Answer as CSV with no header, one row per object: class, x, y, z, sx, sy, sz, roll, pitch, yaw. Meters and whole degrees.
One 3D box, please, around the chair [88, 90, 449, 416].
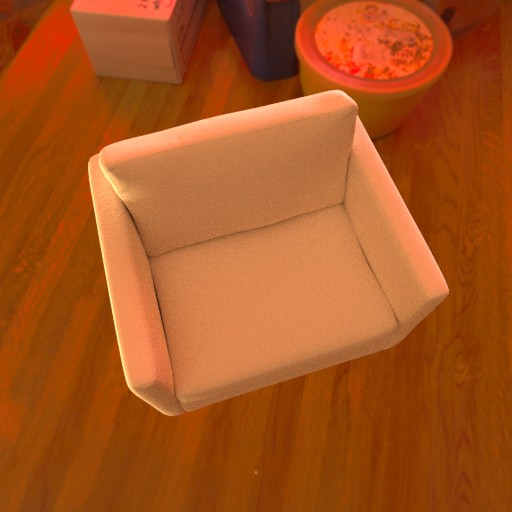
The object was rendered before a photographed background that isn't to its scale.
chair,0.000,0.000,1.673,1.019,0.885,0.878,-15,65,-7
